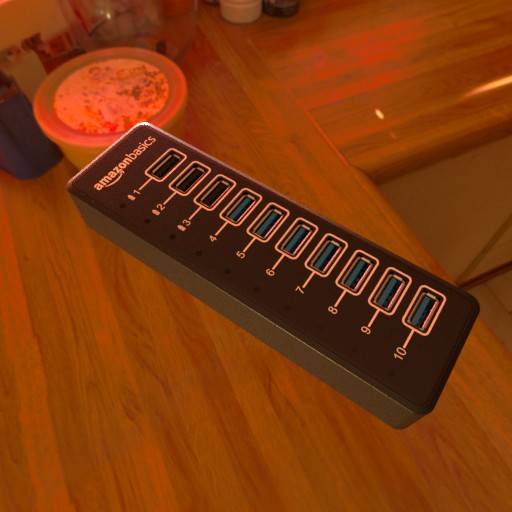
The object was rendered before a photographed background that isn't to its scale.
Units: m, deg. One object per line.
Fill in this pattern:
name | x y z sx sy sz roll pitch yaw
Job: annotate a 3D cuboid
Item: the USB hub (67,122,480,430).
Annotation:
USB hub | 0.000 0.000 0.161 0.145 0.023 0.044 31 63 17
